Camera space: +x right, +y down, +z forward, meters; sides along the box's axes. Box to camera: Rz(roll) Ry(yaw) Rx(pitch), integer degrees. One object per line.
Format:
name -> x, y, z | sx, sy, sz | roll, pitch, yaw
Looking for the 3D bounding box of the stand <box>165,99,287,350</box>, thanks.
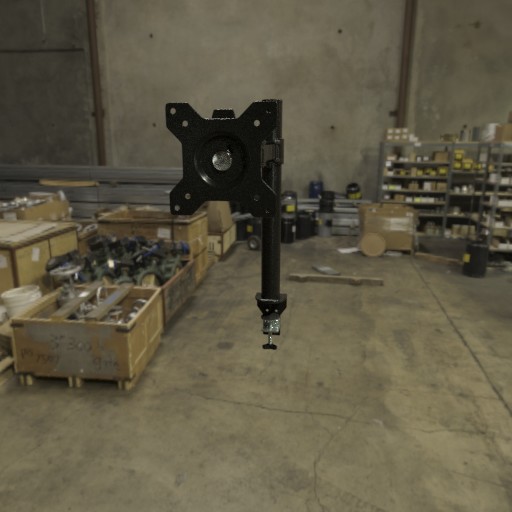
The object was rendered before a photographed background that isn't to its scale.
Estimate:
stand -> 0.000, 0.000, 0.711 | 0.115, 0.510, 0.456 | 2, 14, 9
